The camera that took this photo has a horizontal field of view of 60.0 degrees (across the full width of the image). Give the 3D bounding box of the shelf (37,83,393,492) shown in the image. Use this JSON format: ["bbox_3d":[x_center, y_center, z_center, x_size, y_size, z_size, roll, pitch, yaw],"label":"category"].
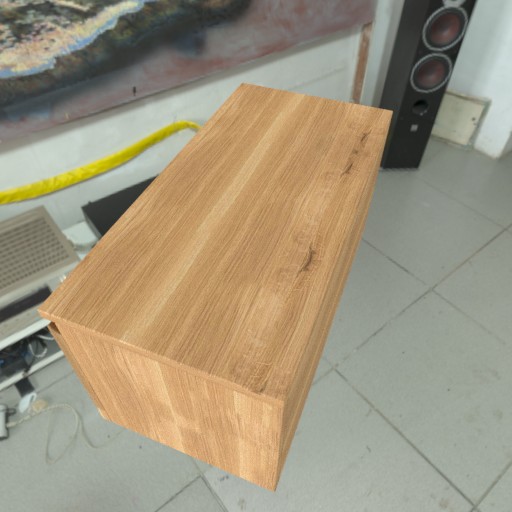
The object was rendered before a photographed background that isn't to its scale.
[{"bbox_3d":[0.000,0.000,1.023,0.400,0.400,0.800,16,49,15],"label":"shelf"}]
